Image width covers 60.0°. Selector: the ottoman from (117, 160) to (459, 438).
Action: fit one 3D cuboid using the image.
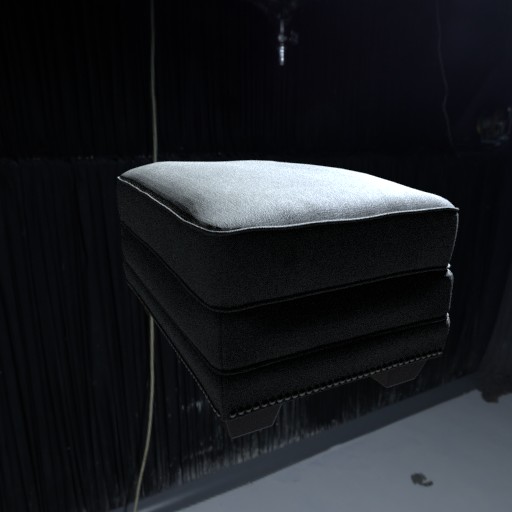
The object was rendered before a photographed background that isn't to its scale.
[{"bbox_3d":[0.000,0.000,1.135,0.561,0.457,0.813,-8,18,-26],"label":"ottoman"}]
